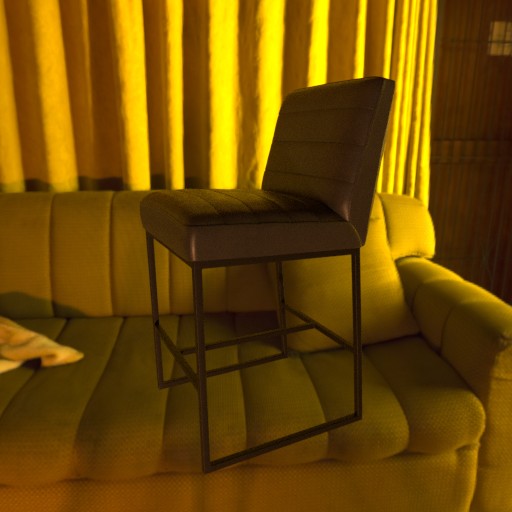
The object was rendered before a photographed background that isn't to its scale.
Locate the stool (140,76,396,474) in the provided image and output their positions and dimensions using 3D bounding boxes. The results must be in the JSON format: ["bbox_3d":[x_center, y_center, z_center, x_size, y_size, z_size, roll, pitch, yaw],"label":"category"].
[{"bbox_3d":[0.000,0.000,1.254,0.552,0.938,0.457,-7,17,-26],"label":"stool"}]
